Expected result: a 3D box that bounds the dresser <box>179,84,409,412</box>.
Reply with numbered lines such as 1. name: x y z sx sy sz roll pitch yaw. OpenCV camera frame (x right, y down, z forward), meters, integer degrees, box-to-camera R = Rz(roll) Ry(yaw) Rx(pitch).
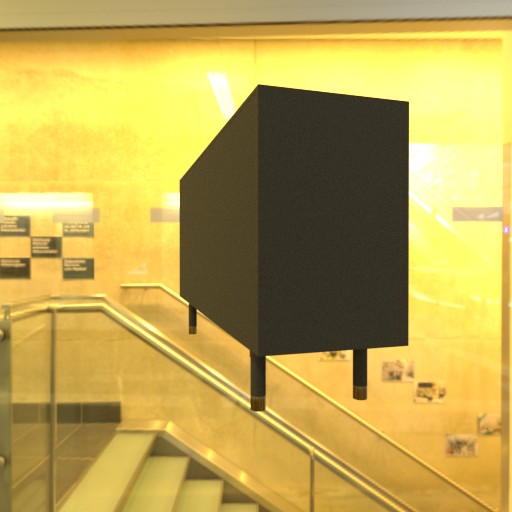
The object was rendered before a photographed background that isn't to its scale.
1. dresser: 0.000 0.000 1.918 0.463 0.872 1.558 0 1 -17
